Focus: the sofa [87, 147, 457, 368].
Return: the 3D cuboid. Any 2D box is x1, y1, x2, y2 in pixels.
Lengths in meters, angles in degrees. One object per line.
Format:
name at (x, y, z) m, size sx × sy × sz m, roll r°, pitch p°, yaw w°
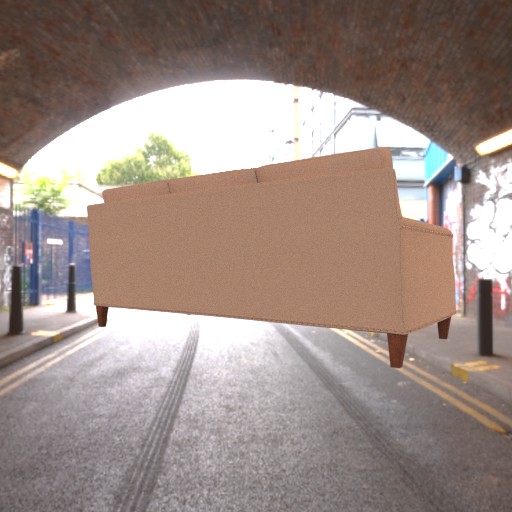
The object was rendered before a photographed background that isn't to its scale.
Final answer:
sofa at (0.000, 0.000, 2.897) m, size 2.246 × 1.003 × 1.084 m, roll -1°, pitch -1°, yaw 35°
